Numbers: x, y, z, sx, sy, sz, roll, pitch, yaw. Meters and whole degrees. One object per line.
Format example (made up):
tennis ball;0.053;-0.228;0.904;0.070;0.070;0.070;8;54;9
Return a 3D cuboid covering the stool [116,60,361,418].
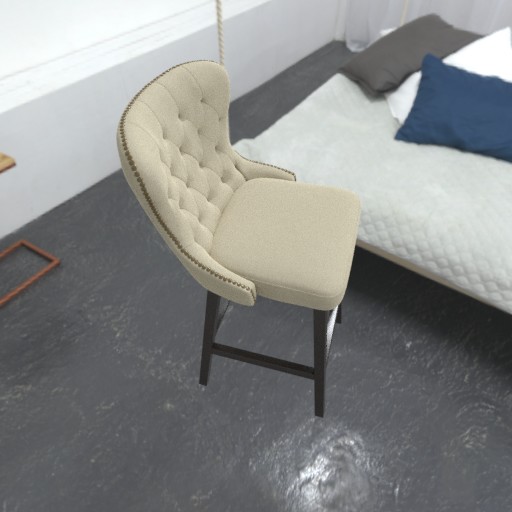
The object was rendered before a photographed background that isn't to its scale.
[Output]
stool;0.000;0.000;1.336;0.593;0.971;0.528;12;47;11
